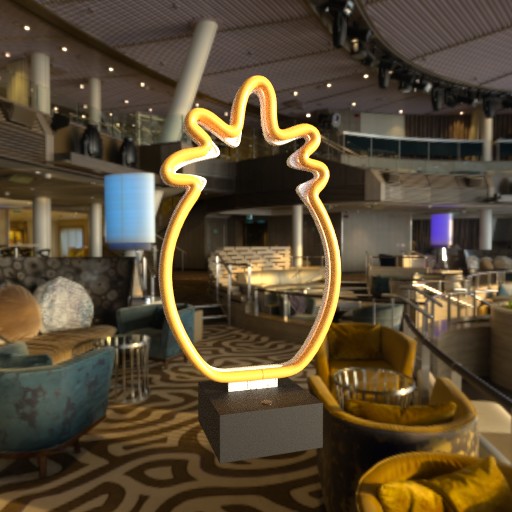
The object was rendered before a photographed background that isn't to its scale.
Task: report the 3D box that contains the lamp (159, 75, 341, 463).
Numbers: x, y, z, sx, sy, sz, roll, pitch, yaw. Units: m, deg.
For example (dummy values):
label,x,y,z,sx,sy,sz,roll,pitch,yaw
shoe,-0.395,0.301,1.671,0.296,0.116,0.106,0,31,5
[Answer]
label,x,y,z,sx,sy,sz,roll,pitch,yaw
lamp,0.000,0.000,0.393,0.167,0.317,0.088,0,1,-18
